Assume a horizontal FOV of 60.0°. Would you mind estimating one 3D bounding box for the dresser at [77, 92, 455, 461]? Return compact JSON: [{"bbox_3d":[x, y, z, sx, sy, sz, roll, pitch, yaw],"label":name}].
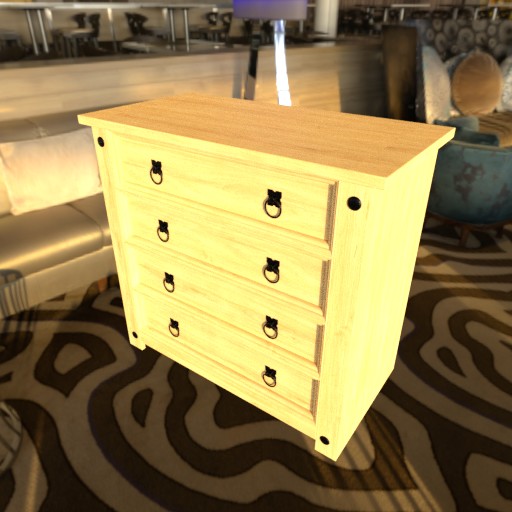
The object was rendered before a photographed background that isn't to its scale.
[{"bbox_3d":[0.000,0.000,1.223,0.800,0.730,0.410,19,35,30],"label":"dresser"}]
